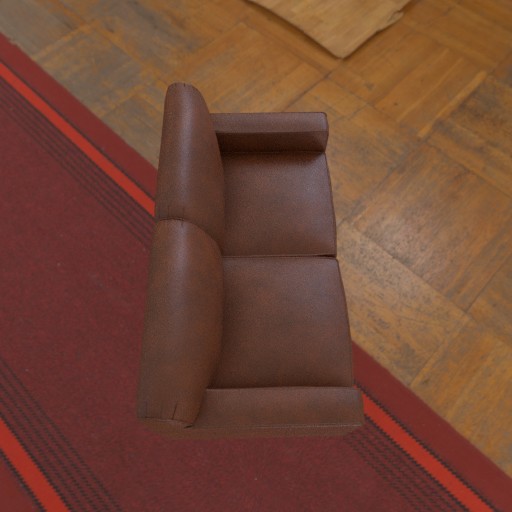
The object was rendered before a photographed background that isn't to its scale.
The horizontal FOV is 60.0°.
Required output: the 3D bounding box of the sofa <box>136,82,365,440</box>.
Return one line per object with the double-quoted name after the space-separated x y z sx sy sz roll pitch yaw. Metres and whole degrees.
0.000 0.000 2.484 1.000 0.966 1.856 -1 63 -1 "sofa"
